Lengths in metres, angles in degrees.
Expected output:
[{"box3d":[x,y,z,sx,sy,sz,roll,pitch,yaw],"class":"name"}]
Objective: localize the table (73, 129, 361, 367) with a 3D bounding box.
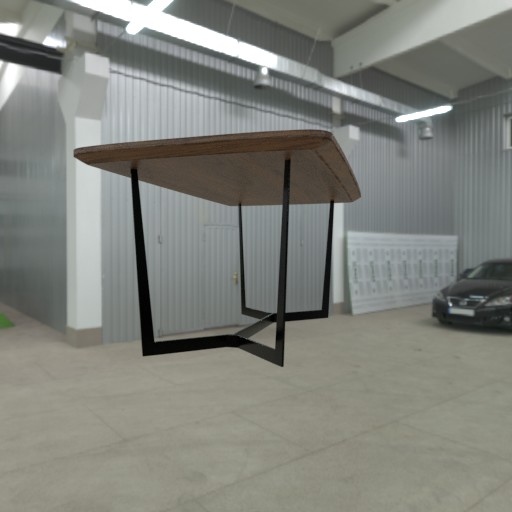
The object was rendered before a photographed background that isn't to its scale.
[{"box3d":[0.000,0.000,2.197,0.949,0.765,1.643,0,1,17],"class":"table"}]
